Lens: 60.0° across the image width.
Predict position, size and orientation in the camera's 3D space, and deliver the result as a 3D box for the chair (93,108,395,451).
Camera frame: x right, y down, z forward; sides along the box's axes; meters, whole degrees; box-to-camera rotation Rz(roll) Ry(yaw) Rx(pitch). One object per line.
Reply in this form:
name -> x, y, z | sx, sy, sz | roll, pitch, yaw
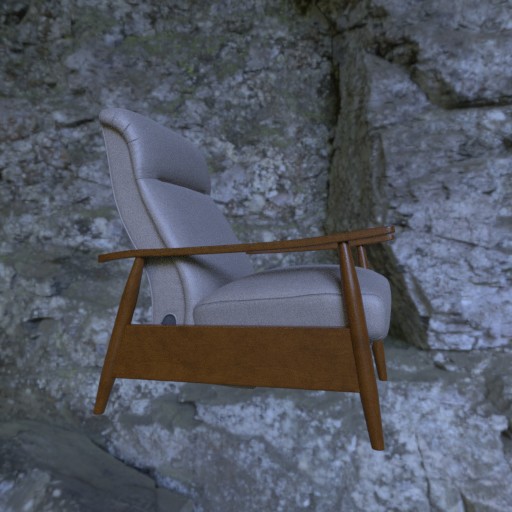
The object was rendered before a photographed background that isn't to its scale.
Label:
chair -> 0.000, 0.000, 1.728 | 1.032, 1.082, 0.762 | 0, 1, 17
